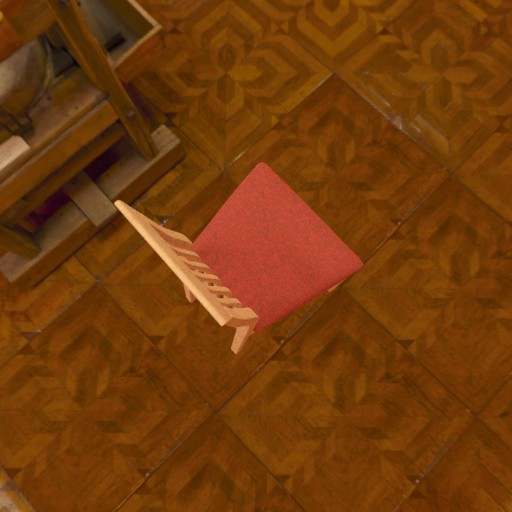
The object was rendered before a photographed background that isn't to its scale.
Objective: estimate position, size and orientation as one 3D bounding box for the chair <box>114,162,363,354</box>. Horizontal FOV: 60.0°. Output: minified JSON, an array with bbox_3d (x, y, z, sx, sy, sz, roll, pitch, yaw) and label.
[{"bbox_3d":[0.000,0.000,1.281,0.474,1.027,0.460,-41,80,-9],"label":"chair"}]
